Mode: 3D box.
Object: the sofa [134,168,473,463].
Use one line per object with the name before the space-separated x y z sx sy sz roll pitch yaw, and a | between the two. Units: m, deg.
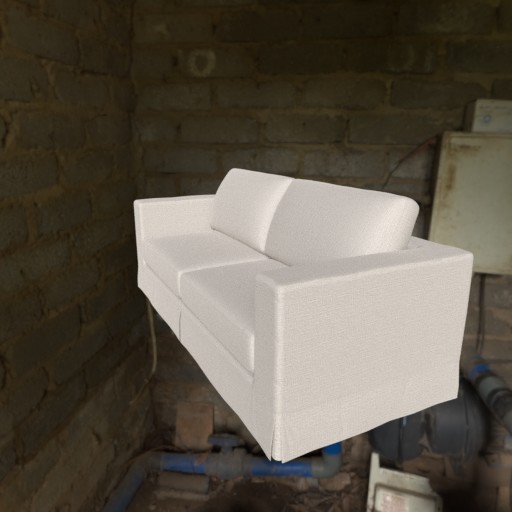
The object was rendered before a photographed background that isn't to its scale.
sofa | 0.000 0.000 2.577 0.954 0.881 2.163 -8 17 -26
